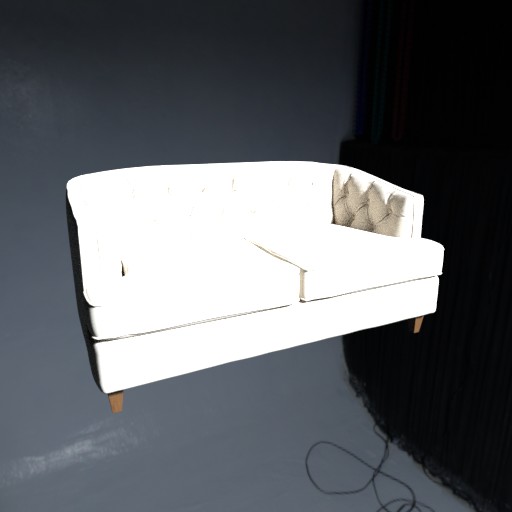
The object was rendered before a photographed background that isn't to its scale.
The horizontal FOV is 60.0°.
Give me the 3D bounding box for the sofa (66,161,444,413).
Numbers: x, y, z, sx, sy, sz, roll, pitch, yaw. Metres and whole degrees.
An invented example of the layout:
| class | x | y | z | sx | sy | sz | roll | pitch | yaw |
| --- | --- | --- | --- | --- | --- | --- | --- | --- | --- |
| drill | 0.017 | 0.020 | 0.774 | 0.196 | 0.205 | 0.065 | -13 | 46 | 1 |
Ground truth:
| class | x | y | z | sx | sy | sz | roll | pitch | yaw |
| --- | --- | --- | --- | --- | --- | --- | --- | --- | --- |
| sofa | 0.000 | 0.000 | 2.268 | 1.731 | 0.878 | 0.940 | -8 | 18 | -25 |
